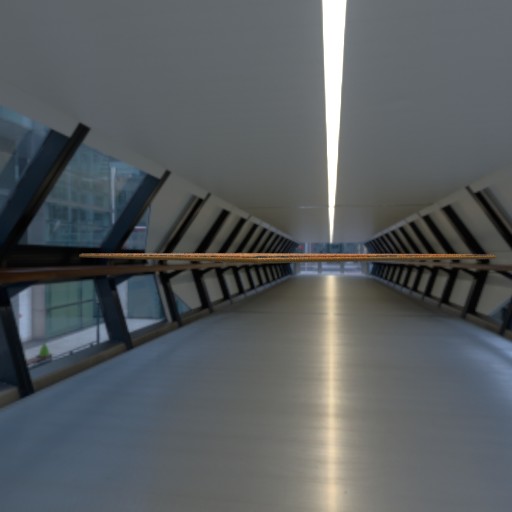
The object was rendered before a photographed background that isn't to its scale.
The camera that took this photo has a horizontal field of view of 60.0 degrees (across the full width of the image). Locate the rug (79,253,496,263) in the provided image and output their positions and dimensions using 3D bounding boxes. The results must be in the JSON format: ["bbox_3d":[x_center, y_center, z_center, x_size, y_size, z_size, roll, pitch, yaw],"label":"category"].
[{"bbox_3d":[0.000,0.000,2.800,1.588,0.024,2.204,0,1,-36],"label":"rug"}]
